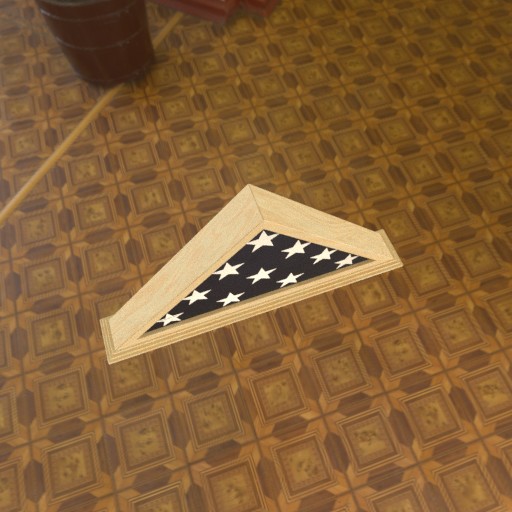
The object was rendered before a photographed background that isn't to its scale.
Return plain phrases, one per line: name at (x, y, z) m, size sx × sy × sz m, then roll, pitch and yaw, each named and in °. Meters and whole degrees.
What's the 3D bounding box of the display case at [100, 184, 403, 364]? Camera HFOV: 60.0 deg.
display case at (0.000, 0.000, 0.781) m, size 0.640 × 0.340 × 0.095 m, roll -17°, pitch 64°, yaw -9°
